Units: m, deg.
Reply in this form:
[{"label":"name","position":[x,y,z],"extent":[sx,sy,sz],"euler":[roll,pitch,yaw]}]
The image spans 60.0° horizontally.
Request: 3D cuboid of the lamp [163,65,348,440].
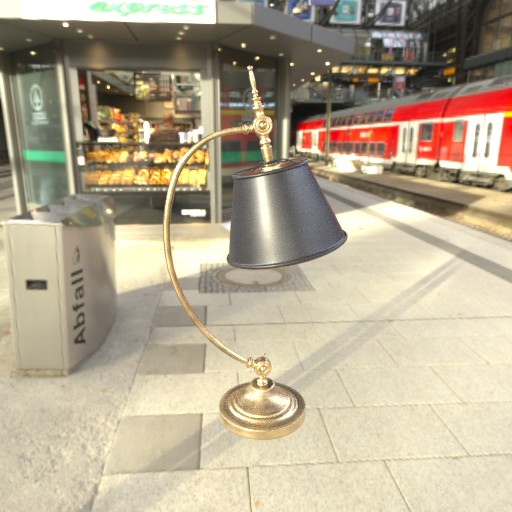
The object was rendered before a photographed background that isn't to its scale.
[{"label":"lamp","position":[0.000,0.000,0.846],"extent":[0.344,0.675,0.235],"euler":[-2,15,-7]}]
